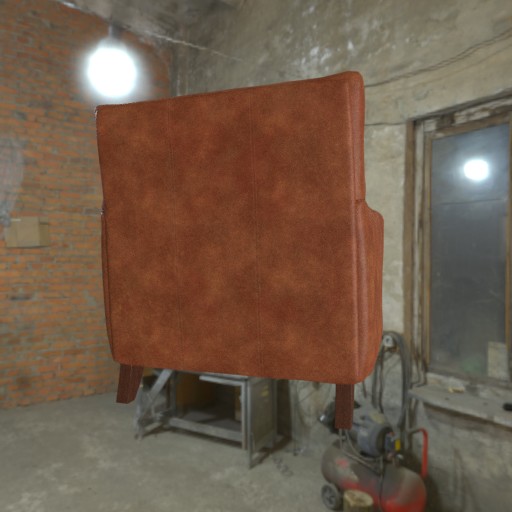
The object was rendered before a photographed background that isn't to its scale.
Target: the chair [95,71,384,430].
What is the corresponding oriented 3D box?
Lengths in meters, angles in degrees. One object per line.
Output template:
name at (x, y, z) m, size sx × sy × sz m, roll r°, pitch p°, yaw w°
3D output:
chair at (0.000, 0.000, 1.610) m, size 0.870 × 0.943 × 0.823 m, roll 0°, pitch -1°, yaw 18°
